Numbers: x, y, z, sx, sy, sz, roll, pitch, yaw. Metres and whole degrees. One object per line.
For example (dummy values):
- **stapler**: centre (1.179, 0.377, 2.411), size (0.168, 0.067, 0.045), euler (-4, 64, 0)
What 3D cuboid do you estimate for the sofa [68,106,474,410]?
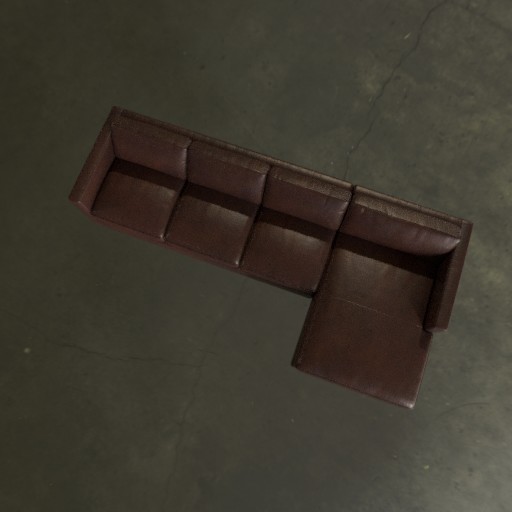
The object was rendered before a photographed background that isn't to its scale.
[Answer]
- **sofa**: centre (0.000, 0.000, 3.825), size (3.203, 0.883, 1.581), euler (19, 77, 5)
